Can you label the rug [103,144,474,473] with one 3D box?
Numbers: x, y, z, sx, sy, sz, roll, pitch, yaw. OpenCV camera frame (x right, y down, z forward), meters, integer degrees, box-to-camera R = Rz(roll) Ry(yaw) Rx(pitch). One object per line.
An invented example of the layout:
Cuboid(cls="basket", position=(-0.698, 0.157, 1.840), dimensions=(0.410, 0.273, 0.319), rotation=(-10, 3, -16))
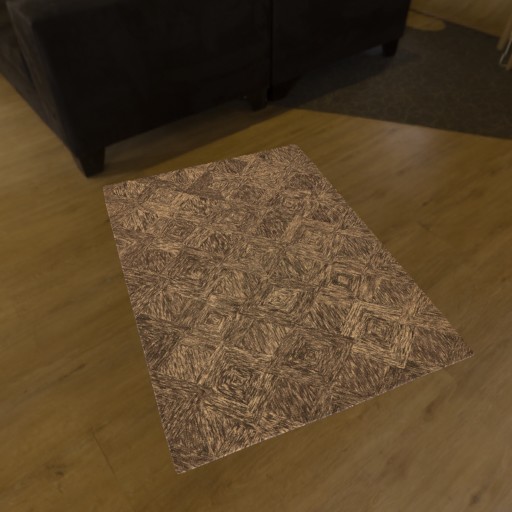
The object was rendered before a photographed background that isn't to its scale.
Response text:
Cuboid(cls="rug", position=(0.000, 0.000, 5.230), dimensions=(2.997, 0.020, 4.093), rotation=(-16, 48, -15))
